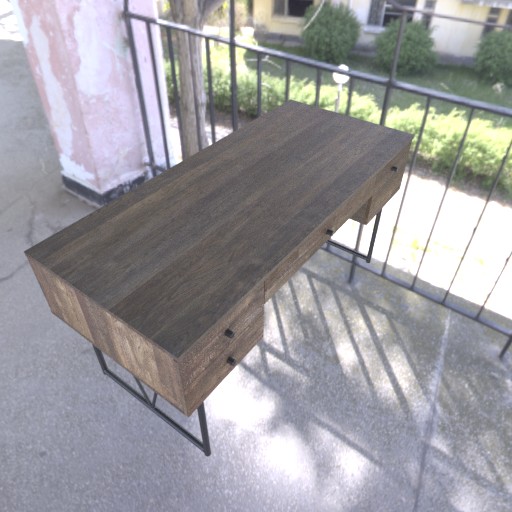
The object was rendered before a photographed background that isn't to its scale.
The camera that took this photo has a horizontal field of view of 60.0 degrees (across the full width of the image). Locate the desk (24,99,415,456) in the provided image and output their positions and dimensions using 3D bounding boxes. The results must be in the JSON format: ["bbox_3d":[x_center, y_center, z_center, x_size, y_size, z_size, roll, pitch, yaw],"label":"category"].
[{"bbox_3d":[0.000,0.000,2.046,0.730,0.780,1.600,26,48,27],"label":"desk"}]
